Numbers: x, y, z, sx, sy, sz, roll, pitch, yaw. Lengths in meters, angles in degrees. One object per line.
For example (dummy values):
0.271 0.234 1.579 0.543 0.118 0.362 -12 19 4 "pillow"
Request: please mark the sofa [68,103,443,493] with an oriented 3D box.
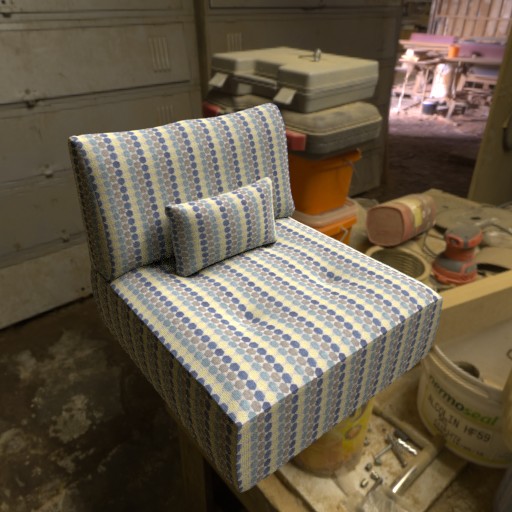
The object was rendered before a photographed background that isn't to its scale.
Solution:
0.000 0.000 1.609 0.930 0.830 1.000 -22 37 -33 "sofa"
